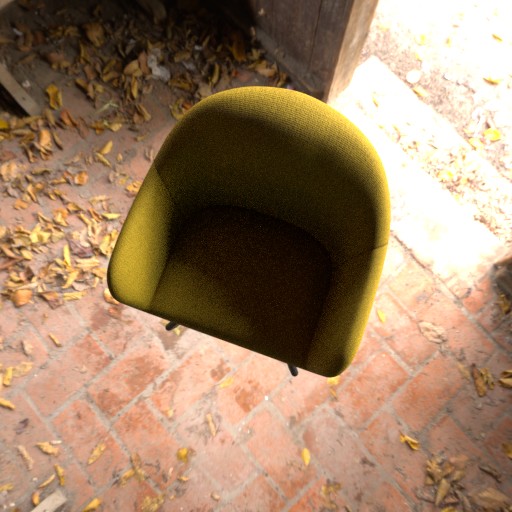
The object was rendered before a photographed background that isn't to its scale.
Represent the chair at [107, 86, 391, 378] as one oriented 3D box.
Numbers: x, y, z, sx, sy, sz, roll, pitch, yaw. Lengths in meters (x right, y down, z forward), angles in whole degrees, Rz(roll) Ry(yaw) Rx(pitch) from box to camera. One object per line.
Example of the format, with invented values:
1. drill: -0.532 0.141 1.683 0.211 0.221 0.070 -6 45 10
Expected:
1. chair: 0.000 0.000 1.219 0.590 0.795 0.550 19 78 4
